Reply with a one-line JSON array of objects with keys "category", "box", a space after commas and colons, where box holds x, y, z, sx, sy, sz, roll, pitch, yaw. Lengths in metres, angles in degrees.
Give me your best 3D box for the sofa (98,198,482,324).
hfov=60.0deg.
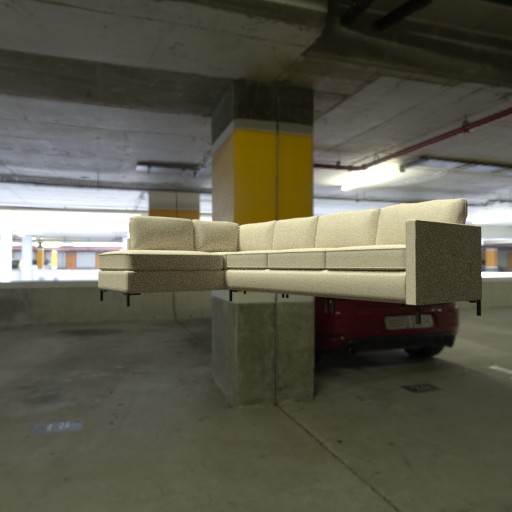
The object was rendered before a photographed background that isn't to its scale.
[{"category": "sofa", "box": [0.000, 0.000, 4.343, 2.048, 0.996, 3.384, 1, -1, -36]}]
